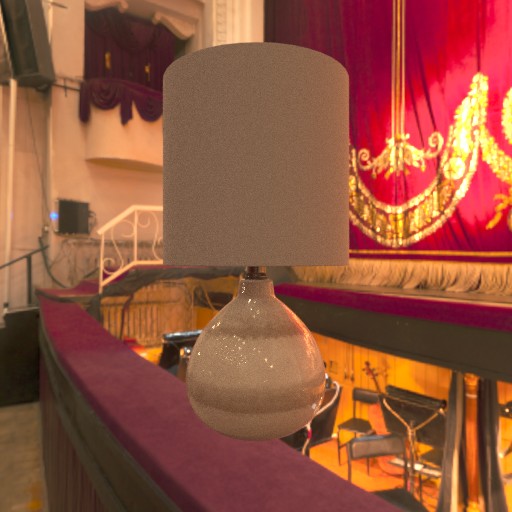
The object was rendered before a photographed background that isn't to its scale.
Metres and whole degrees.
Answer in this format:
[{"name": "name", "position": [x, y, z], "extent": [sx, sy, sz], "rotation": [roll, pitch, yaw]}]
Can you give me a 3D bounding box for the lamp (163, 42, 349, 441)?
[{"name": "lamp", "position": [0.000, 0.000, 0.526], "extent": [0.217, 0.404, 0.217], "rotation": [0, 0, -37]}]
